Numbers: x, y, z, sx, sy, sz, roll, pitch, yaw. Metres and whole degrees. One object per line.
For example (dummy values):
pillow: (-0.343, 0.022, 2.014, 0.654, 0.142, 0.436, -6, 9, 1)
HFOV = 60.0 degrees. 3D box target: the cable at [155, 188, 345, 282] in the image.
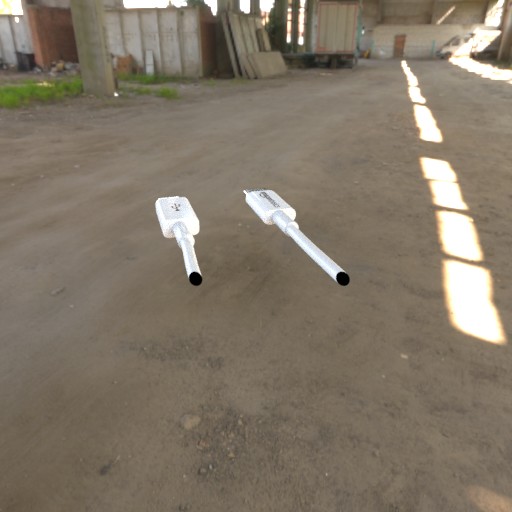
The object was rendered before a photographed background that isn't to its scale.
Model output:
cable: (0.000, 0.000, 0.110, 0.040, 0.006, 0.098, -8, 27, -15)
